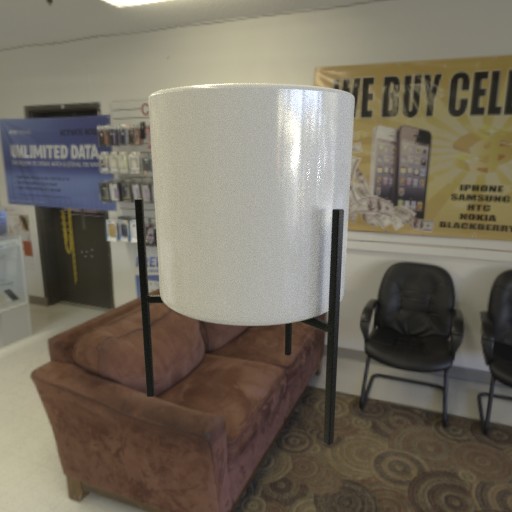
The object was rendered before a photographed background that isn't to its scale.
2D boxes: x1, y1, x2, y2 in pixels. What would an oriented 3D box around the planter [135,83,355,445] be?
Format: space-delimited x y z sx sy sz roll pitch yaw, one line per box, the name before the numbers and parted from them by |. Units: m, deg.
planter | 0.000 0.000 0.529 0.239 0.356 0.239 6 15 25
